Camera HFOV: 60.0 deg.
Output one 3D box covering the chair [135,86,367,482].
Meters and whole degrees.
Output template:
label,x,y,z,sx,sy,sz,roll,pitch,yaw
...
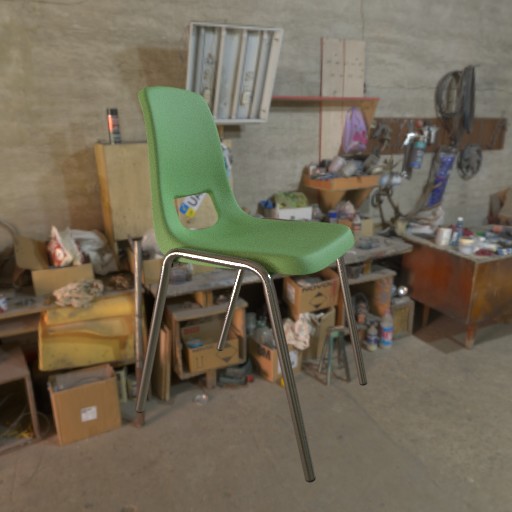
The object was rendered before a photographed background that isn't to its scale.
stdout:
label,x,y,z,sx,sy,sz,roll,pitch,yaw
chair,0.000,0.000,0.959,0.436,0.704,0.381,8,17,27
